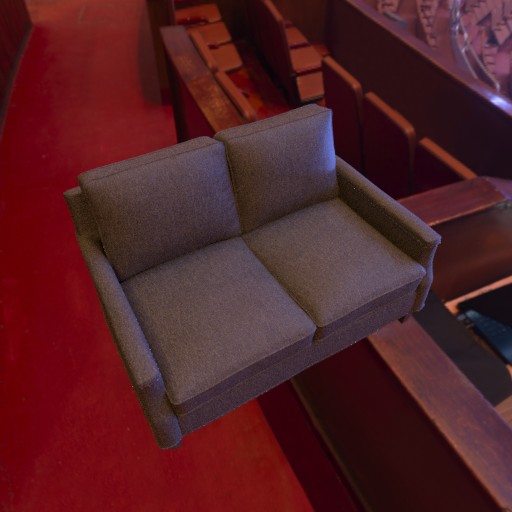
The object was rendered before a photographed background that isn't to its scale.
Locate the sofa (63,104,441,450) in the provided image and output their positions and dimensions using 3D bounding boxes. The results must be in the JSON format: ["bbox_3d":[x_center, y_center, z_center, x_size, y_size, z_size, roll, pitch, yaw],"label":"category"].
[{"bbox_3d":[0.000,0.000,2.288,1.597,1.003,1.084,-23,50,-20],"label":"sofa"}]
